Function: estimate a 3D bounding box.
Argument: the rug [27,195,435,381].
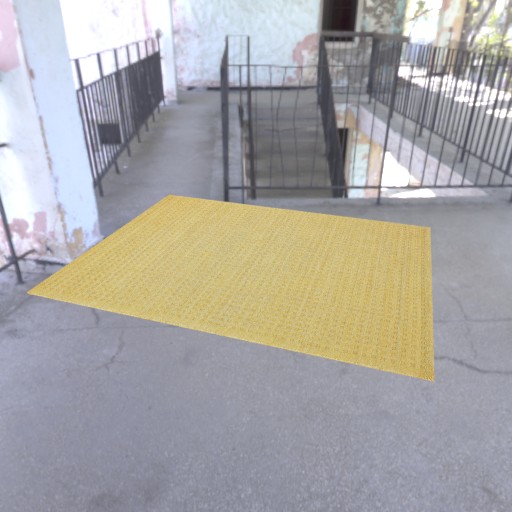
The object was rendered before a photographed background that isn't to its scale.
[{"bbox_3d":[0.000,0.000,4.329,3.242,0.015,2.486,9,29,16],"label":"rug"}]
